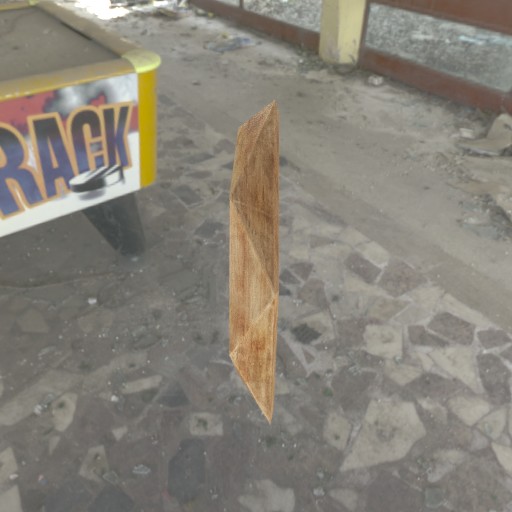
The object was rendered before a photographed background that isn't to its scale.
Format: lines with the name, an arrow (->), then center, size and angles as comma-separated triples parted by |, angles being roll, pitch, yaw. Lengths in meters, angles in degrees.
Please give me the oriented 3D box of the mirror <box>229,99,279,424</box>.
mirror -> 0.000, 0.000, 1.098 | 0.091, 0.779, 0.675 | 1, 39, 1
